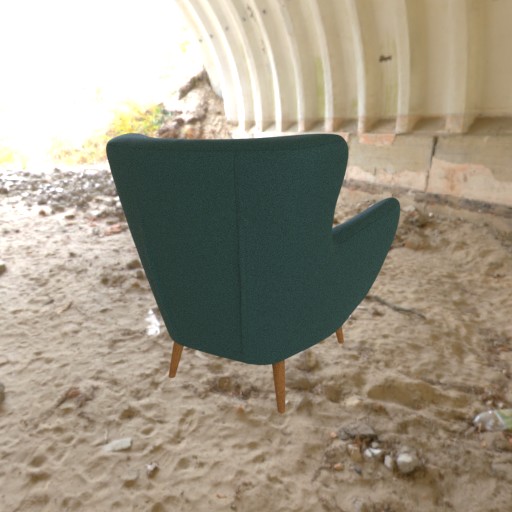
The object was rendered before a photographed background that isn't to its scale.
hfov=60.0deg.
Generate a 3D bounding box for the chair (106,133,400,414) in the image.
[{"bbox_3d":[0.000,0.000,1.662,0.890,0.889,0.889,8,18,27],"label":"chair"}]
